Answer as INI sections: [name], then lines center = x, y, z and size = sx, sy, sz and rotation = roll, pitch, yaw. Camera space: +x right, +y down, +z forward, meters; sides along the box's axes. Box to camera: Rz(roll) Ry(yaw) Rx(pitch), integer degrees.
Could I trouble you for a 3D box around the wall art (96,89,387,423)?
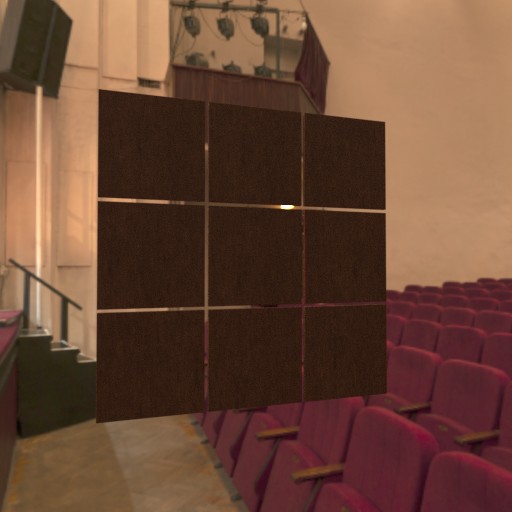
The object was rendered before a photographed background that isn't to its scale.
[wall art]
center = 0.000, 0.000, 1.357
size = 0.915, 0.914, 0.013
rotation = 0, -1, -18
